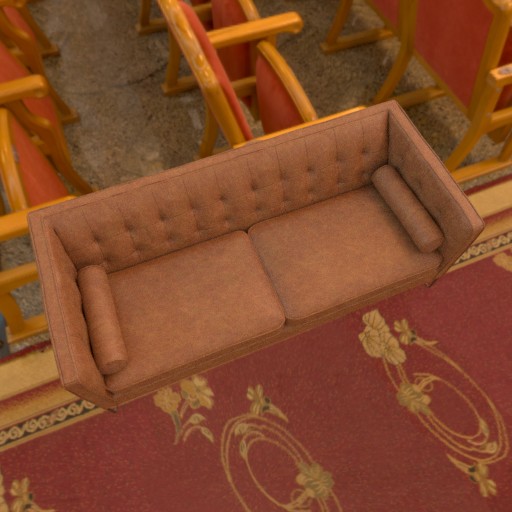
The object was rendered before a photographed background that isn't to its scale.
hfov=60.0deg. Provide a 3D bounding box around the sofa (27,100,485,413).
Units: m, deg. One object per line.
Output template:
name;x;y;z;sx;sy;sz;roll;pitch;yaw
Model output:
sofa;0.000;0.000;2.479;2.079;0.798;0.912;-20;64;-10
